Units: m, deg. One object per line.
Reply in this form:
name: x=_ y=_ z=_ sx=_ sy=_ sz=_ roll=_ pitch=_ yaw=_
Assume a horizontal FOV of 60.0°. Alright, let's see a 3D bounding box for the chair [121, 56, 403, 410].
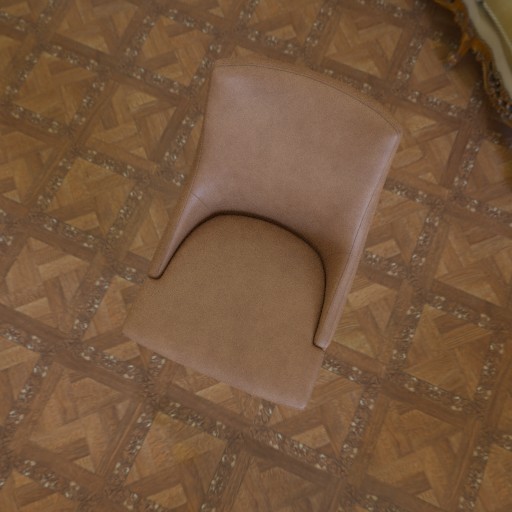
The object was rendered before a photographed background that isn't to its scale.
chair: x=0.000 y=0.000 z=1.516 sx=0.701 sy=0.909 sz=0.861 roll=22 pitch=76 yaw=6
